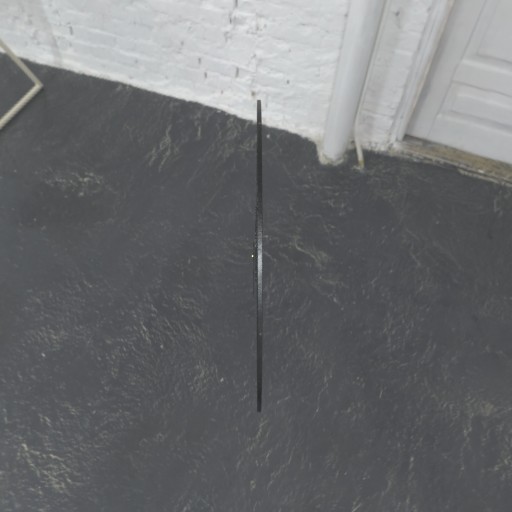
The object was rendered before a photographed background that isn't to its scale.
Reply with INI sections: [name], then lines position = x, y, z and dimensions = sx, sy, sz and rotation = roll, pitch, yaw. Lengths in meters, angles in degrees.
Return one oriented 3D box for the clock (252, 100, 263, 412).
[clock]
position = 0.000, 0.000, 1.268
dimensions = 0.025, 0.843, 0.843
rotation = 0, 56, 0
